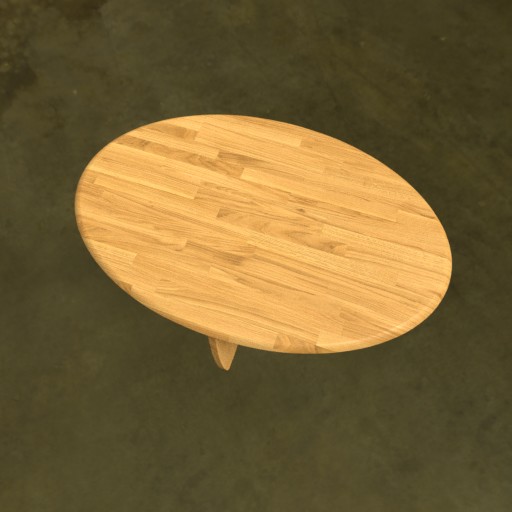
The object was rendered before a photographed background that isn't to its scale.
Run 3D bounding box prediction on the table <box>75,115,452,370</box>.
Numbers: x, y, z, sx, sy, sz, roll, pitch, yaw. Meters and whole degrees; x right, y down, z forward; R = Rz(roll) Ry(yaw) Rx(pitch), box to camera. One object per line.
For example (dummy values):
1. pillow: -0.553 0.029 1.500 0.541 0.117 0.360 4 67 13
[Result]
1. table: 0.000 0.000 1.396 1.040 0.490 0.690 17 64 8
